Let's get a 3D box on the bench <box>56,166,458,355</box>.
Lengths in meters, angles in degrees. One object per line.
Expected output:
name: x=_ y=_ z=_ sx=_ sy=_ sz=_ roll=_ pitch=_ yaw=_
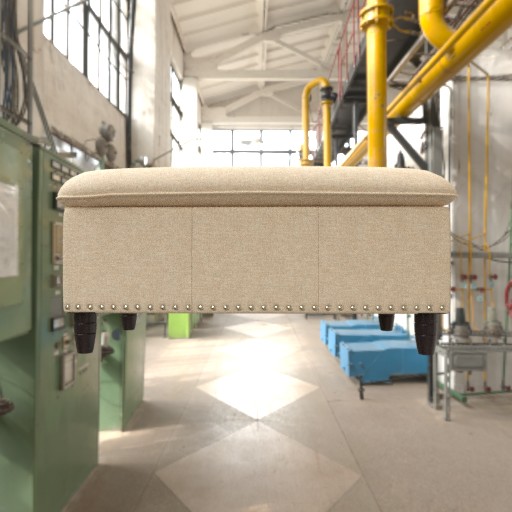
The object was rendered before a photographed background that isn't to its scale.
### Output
bench: x=0.000 y=0.000 z=1.274 sx=0.991 sy=0.483 sz=0.483 roll=0 pitch=0 yaw=1
